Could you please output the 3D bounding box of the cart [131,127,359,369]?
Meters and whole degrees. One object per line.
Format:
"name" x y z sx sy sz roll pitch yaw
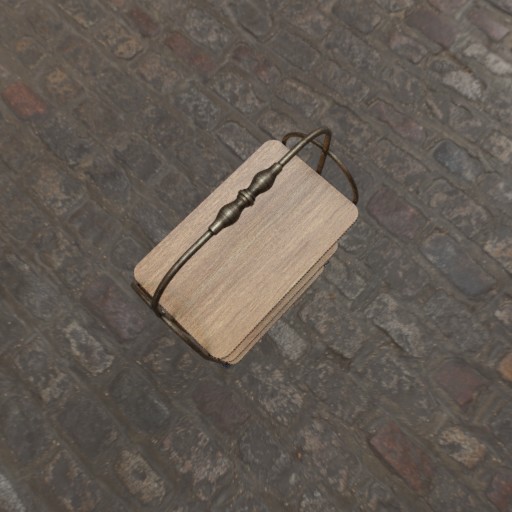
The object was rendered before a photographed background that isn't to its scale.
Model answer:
"cart" 0.000 0.000 1.353 0.330 1.052 0.650 43 79 10
